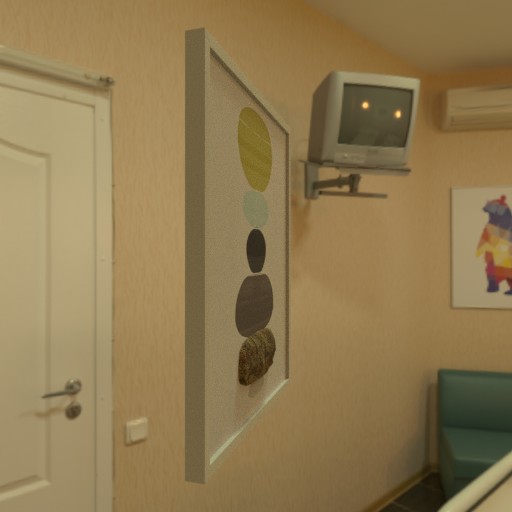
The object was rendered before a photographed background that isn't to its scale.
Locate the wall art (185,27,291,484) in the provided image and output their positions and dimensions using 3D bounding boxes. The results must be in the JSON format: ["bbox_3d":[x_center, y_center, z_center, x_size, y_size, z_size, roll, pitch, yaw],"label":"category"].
[{"bbox_3d":[0.000,0.000,1.034,0.055,0.763,0.611,0,0,18],"label":"wall art"}]
